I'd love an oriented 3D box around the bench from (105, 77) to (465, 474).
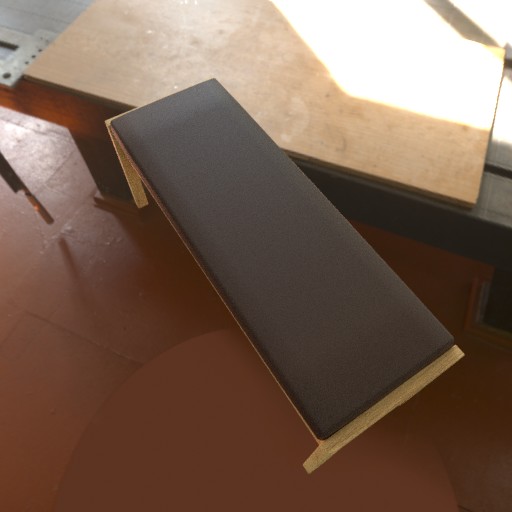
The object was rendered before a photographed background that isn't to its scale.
[{"bbox_3d":[0.000,0.000,1.427,0.405,0.480,1.200,-29,64,-16],"label":"bench"}]
